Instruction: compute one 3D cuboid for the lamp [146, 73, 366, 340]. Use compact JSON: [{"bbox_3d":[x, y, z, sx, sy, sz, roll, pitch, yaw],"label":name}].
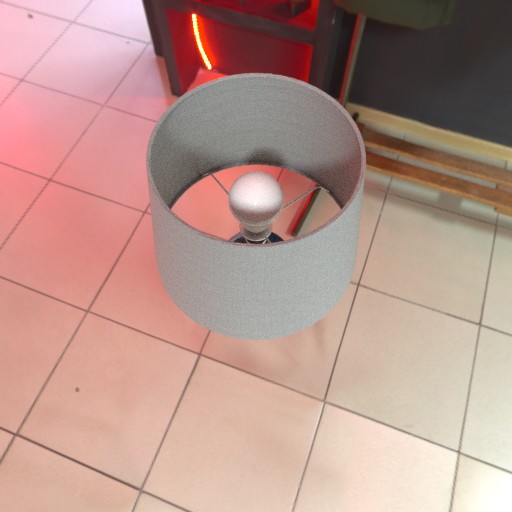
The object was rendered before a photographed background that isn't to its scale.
[{"bbox_3d":[0.000,0.000,0.594,0.253,0.428,0.253,0,63,0],"label":"lamp"}]
